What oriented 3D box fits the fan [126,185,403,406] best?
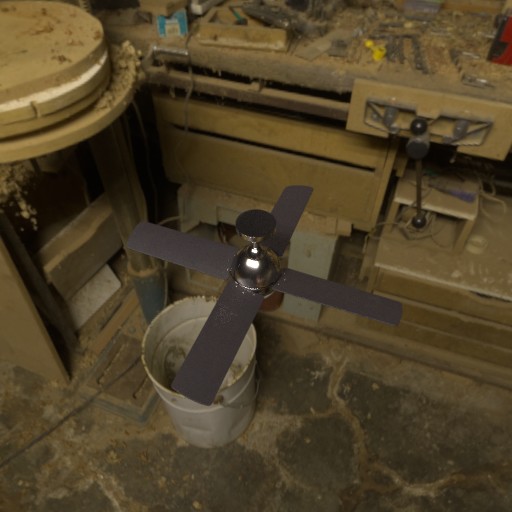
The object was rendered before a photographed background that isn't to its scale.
[{"bbox_3d":[0.000,0.000,1.972,1.332,0.403,1.332,16,50,14],"label":"fan"}]
